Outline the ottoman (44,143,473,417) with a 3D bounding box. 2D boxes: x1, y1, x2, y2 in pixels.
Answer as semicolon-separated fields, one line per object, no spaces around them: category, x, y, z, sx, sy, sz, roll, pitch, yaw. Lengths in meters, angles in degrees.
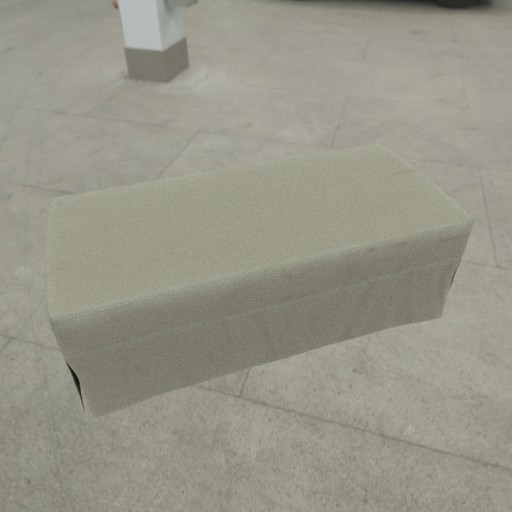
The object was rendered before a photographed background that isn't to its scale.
ottoman;0.000;0.000;1.649;1.388;0.457;0.665;-13;42;-14
